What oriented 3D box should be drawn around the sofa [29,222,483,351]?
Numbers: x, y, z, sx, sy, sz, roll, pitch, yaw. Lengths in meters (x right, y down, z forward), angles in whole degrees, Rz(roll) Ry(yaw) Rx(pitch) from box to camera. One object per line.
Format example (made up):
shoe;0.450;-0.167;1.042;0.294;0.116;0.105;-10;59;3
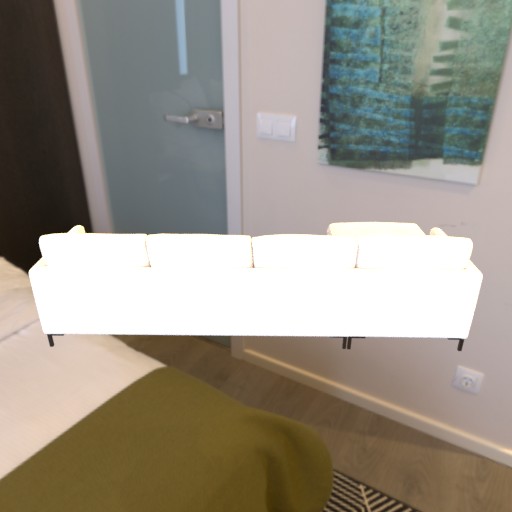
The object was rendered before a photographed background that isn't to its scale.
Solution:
sofa;0.000;0.000;3.772;3.186;0.875;1.467;0;26;1
